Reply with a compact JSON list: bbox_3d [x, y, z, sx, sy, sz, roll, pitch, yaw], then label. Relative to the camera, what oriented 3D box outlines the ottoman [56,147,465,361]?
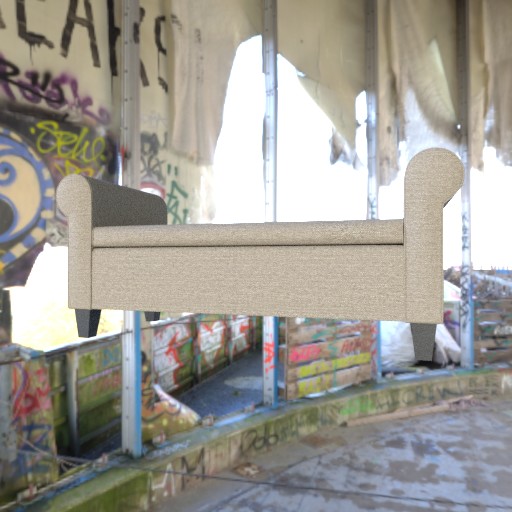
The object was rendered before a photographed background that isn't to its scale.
[{"bbox_3d":[0.000,0.000,1.532,1.256,0.547,0.521,0,-1,18],"label":"ottoman"}]
